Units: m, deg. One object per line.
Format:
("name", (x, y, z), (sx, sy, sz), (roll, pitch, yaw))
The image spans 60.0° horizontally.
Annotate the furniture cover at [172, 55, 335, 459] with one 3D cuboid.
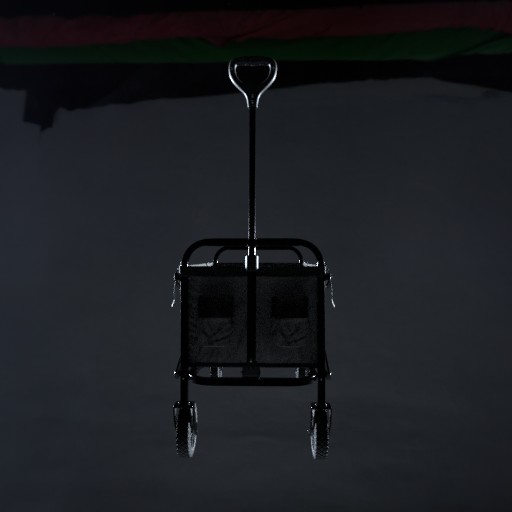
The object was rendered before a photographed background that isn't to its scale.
("furniture cover", (0.000, 0.000, 1.807), (0.532, 1.295, 1.038), (0, 0, 2))
